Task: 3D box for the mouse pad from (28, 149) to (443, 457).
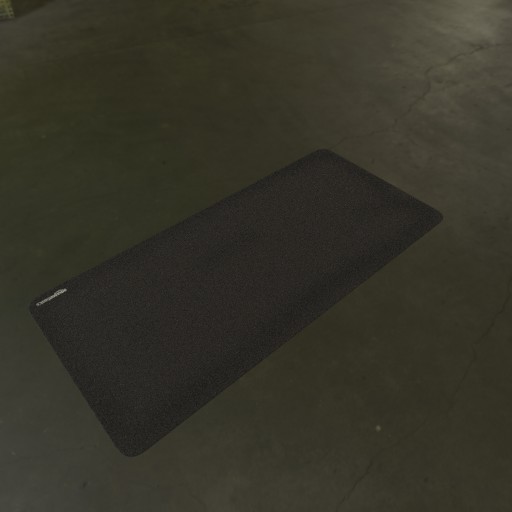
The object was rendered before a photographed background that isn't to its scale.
[{"bbox_3d":[0.000,0.000,1.014,0.907,0.003,0.424,-32,54,-27],"label":"mouse pad"}]
